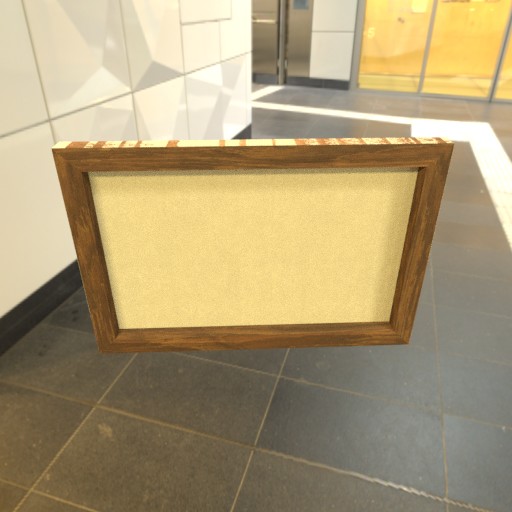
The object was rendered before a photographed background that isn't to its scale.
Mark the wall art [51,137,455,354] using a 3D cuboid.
[{"bbox_3d":[0.000,0.000,0.785,0.609,0.405,0.035,-1,30,-2],"label":"wall art"}]
